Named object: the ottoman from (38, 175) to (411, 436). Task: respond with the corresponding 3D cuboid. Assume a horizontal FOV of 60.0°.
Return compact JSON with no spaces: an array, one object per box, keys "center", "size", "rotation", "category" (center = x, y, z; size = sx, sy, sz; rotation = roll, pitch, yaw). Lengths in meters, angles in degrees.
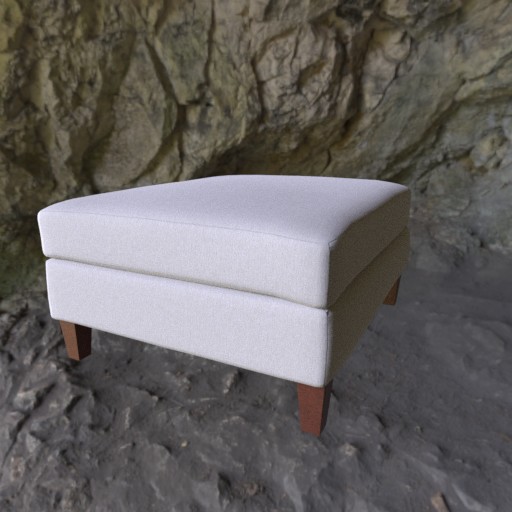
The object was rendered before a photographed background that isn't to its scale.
[{"center":[0.000,0.000,1.443],"size":[0.836,0.492,0.976],"rotation":[8,17,26],"category":"ottoman"}]
